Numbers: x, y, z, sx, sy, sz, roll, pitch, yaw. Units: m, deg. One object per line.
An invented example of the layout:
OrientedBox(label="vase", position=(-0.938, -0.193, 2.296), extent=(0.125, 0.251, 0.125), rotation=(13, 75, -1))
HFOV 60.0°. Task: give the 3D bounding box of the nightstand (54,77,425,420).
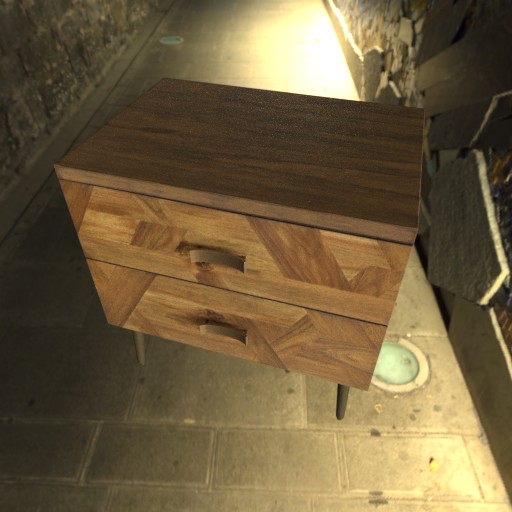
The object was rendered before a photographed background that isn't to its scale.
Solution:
OrientedBox(label="nightstand", position=(0.000, 0.000, 1.048), extent=(0.610, 0.610, 0.458), rotation=(12, 43, 13))
